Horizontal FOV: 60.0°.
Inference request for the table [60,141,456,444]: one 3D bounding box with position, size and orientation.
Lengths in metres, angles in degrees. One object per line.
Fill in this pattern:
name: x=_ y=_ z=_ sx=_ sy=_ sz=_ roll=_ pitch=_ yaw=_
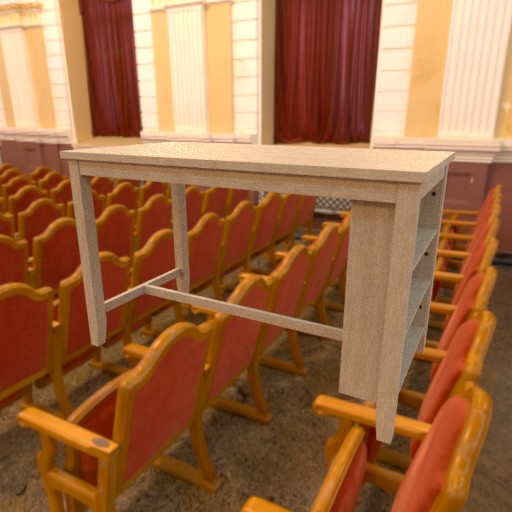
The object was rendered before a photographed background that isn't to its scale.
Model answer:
table: x=0.000 y=0.000 z=1.897 sx=1.397 sy=0.874 sz=0.729 roll=9 pitch=20 yaw=27
